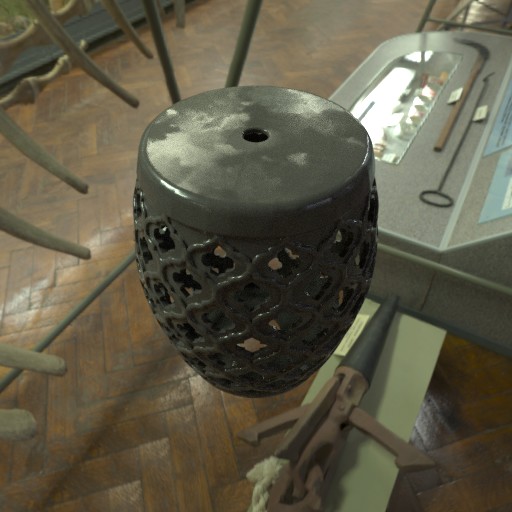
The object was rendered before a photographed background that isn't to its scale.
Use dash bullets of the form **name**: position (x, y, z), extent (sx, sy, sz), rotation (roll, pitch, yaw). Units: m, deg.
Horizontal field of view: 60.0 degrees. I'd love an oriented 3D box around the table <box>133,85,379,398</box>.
- **table**: position (0.000, 0.000, 0.633), extent (0.325, 0.388, 0.325), rotation (0, 46, 0)
